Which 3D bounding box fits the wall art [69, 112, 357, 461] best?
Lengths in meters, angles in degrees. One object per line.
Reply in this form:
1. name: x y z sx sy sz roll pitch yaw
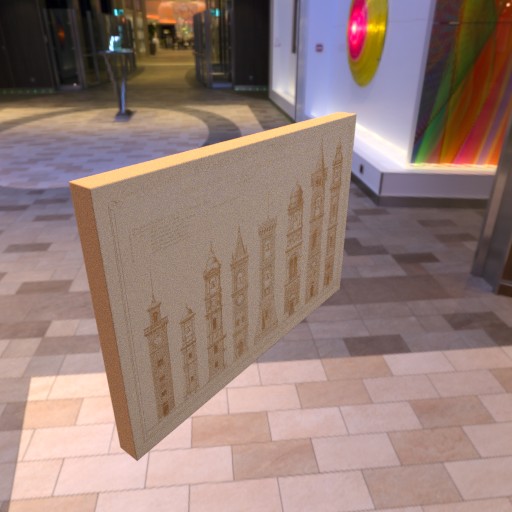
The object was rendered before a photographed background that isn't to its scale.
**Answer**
1. wall art: 0.000 0.000 0.774 0.039 0.407 0.609 19 32 33
